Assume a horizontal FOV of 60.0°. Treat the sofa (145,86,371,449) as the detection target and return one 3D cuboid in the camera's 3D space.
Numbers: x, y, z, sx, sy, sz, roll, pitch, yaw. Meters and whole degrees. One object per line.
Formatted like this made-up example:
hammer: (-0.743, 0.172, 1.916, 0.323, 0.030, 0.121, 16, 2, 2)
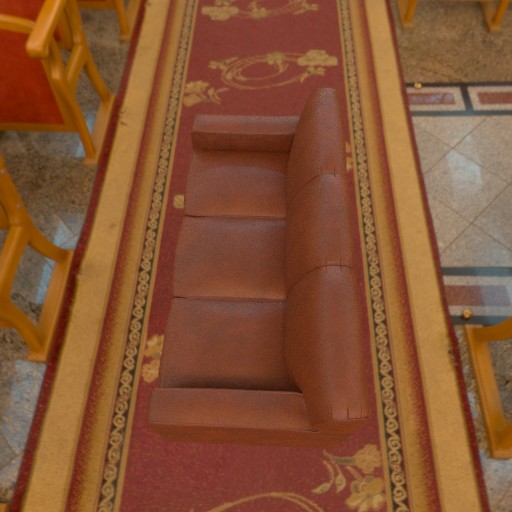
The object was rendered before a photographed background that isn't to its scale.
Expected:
sofa: (0.000, 0.000, 2.633, 1.008, 0.953, 2.039, 2, 59, 1)
